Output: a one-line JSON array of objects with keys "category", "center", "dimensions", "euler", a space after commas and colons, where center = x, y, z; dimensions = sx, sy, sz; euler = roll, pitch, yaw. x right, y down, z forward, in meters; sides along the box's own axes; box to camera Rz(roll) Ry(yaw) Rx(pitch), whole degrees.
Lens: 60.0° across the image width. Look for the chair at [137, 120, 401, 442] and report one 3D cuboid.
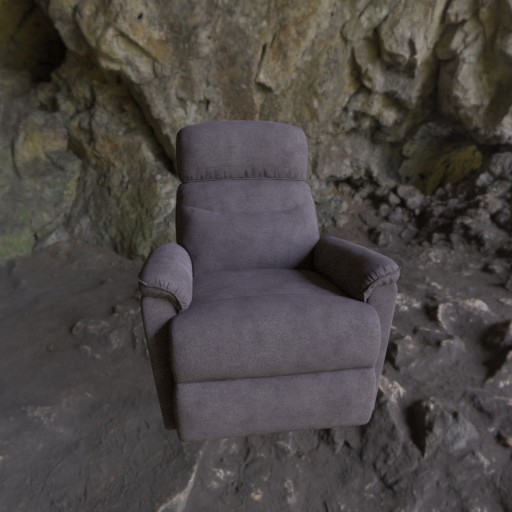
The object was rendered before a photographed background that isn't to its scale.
[{"category": "chair", "center": [0.000, 0.000, 1.747], "dimensions": [0.830, 1.036, 1.009], "euler": [-2, 16, -8]}]
